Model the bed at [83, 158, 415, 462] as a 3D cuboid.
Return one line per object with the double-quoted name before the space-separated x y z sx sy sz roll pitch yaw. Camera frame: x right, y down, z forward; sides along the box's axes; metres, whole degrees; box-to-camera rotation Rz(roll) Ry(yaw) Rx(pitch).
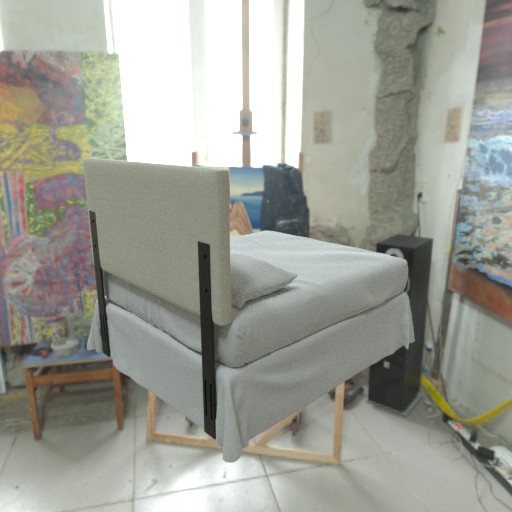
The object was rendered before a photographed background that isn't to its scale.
"bed" 0.000 0.000 3.613 2.222 1.577 1.936 -14 20 -41
